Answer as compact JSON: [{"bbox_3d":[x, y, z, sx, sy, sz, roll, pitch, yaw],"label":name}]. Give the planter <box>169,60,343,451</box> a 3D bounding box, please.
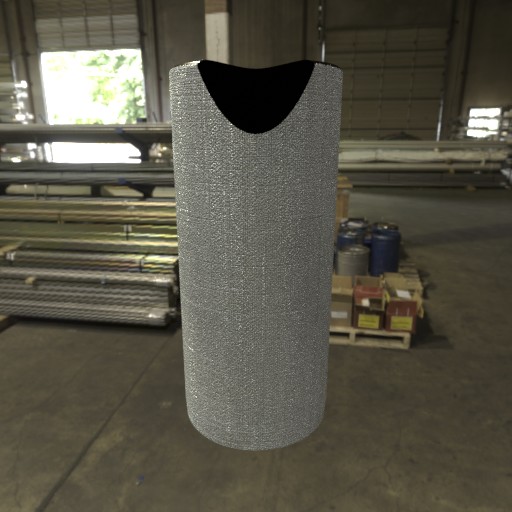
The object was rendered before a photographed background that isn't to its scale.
[{"bbox_3d":[0.000,0.000,0.132,0.045,0.103,0.045,3,17,8],"label":"planter"}]
